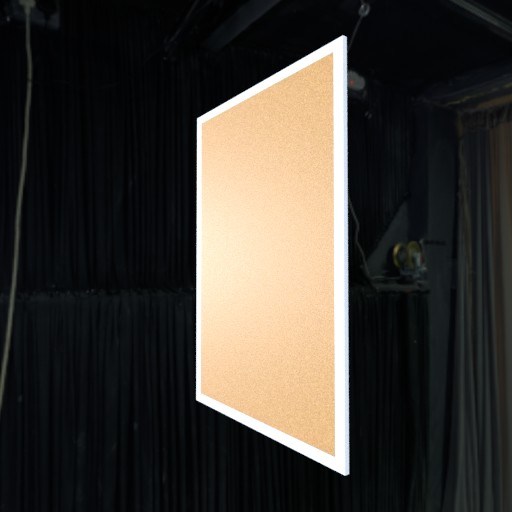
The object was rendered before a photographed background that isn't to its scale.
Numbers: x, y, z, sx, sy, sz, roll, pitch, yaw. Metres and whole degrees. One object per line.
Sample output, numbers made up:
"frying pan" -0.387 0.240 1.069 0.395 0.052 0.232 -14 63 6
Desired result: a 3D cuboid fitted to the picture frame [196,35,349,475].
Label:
"picture frame" 0.000 0.000 1.216 0.013 0.940 0.659 1 -2 -36
